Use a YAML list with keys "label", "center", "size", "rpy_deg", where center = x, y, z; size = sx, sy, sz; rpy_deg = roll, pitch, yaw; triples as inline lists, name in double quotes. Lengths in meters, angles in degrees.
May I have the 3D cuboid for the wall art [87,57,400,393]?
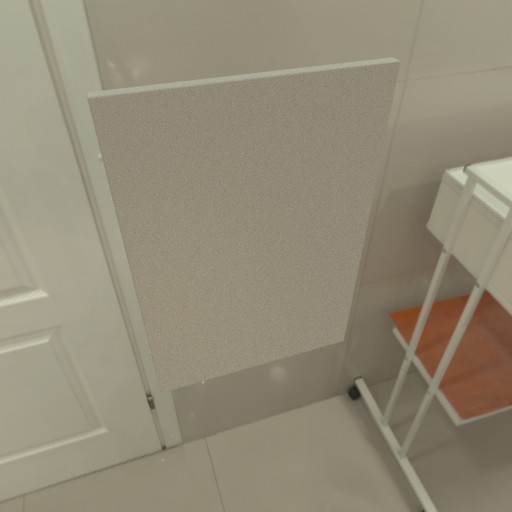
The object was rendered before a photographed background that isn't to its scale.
- label: "wall art"
  center: [0.000, 0.000, 1.485]
  size: [0.808, 1.183, 0.038]
  rpy_deg: [-12, 42, -14]
